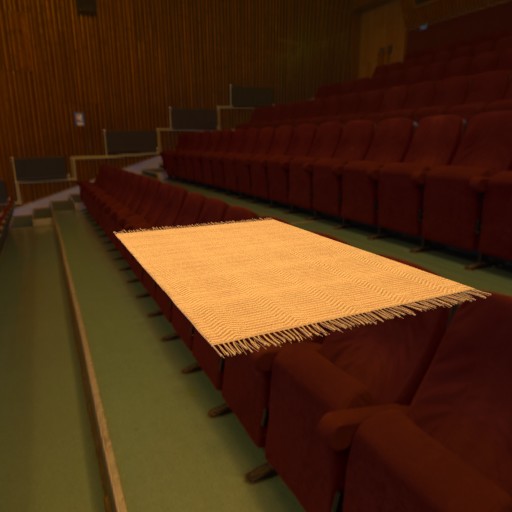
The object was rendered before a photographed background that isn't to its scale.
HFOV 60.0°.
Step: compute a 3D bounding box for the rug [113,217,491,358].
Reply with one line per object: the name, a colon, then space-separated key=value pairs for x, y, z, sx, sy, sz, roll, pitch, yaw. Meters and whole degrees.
rug: x=0.000 y=0.000 z=2.460 sx=1.224 sy=0.027 sz=2.021 roll=-7 pitch=17 yaw=-25
